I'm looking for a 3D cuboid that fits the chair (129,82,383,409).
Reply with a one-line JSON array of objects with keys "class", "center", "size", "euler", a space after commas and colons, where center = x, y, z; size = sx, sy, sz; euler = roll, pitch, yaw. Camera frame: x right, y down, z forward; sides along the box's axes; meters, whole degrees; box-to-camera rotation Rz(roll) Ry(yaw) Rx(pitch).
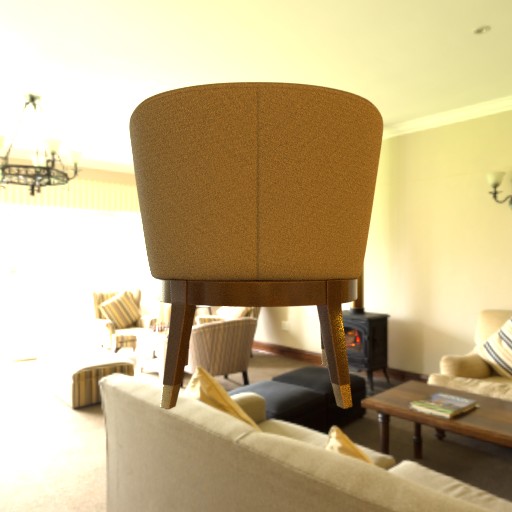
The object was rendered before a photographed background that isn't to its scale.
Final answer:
[{"class": "chair", "center": [0.000, 0.000, 1.284], "size": [0.700, 0.760, 0.660], "euler": [0, 0, -1]}]
